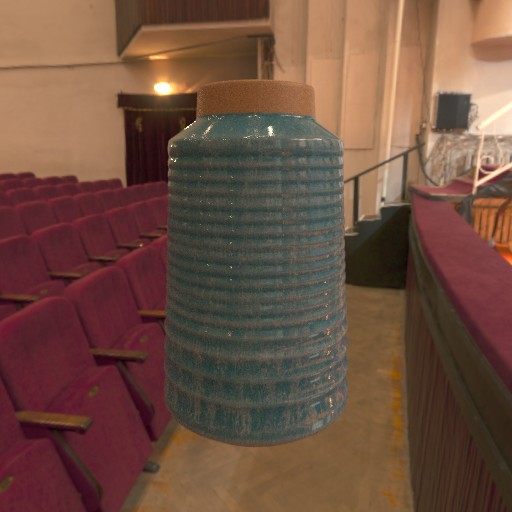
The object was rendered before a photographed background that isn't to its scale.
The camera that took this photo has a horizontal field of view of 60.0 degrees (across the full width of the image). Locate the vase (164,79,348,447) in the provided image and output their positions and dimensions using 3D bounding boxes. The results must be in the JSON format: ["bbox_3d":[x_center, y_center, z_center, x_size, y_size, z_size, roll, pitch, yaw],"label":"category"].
[{"bbox_3d":[0.000,0.000,0.375,0.163,0.267,0.163,0,13,0],"label":"vase"}]
